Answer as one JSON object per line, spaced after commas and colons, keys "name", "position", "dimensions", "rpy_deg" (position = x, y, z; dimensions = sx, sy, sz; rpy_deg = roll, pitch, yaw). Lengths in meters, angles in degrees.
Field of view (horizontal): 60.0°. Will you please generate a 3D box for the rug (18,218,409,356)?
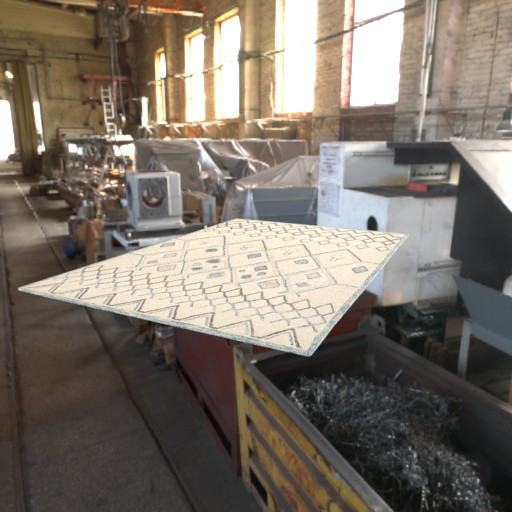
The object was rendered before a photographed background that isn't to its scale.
{"name": "rug", "position": [0.000, 0.000, 2.307], "dimensions": [1.260, 0.009, 1.820], "rpy_deg": [7, 17, 26]}
